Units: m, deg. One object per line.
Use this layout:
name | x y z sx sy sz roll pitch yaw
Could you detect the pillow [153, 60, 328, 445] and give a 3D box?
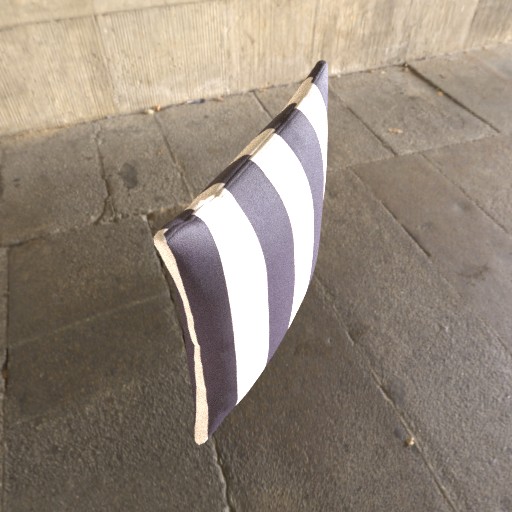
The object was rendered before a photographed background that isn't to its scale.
pillow | 0.000 0.000 0.818 0.189 0.526 0.536 18 49 17
